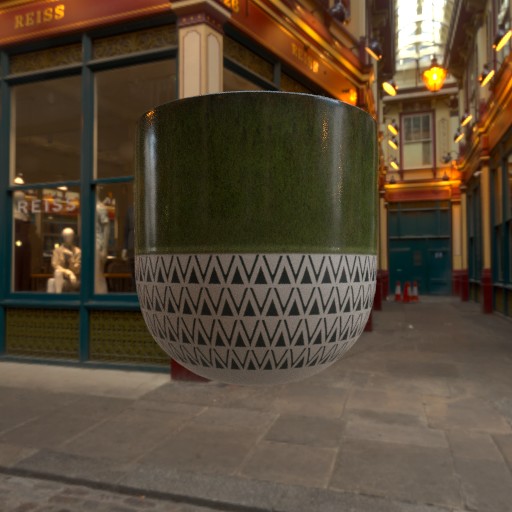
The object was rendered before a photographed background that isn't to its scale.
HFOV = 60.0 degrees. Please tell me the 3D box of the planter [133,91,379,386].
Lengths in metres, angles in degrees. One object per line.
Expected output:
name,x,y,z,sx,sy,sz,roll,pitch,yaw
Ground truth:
planter,0.000,0.000,0.497,0.266,0.270,0.266,0,-1,0
